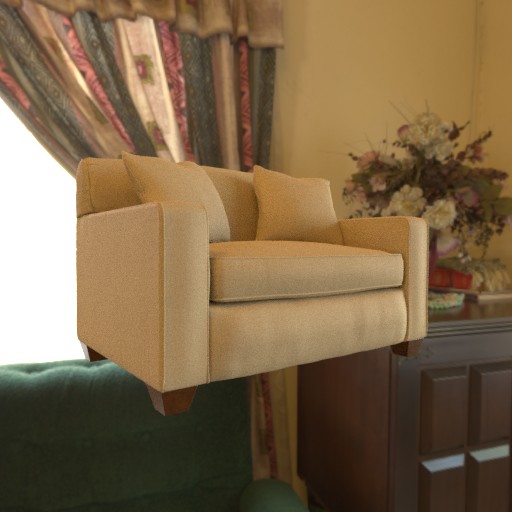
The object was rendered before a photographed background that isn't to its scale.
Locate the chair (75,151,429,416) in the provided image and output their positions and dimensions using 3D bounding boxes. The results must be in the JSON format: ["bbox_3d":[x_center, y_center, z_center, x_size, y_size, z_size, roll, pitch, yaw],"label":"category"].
[{"bbox_3d":[0.000,0.000,2.073,1.383,0.948,1.000,-1,2,-36],"label":"chair"}]
